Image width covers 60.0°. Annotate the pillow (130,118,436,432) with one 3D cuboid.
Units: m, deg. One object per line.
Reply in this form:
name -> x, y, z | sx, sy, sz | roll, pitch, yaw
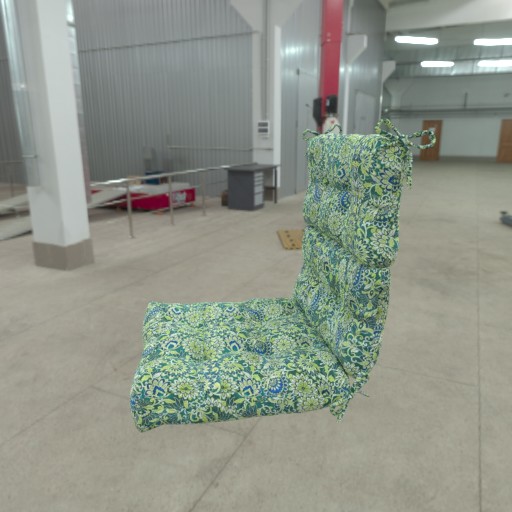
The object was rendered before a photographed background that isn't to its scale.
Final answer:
pillow -> 0.000, 0.000, 1.037 | 0.571, 0.605, 0.519 | -3, 16, -9
